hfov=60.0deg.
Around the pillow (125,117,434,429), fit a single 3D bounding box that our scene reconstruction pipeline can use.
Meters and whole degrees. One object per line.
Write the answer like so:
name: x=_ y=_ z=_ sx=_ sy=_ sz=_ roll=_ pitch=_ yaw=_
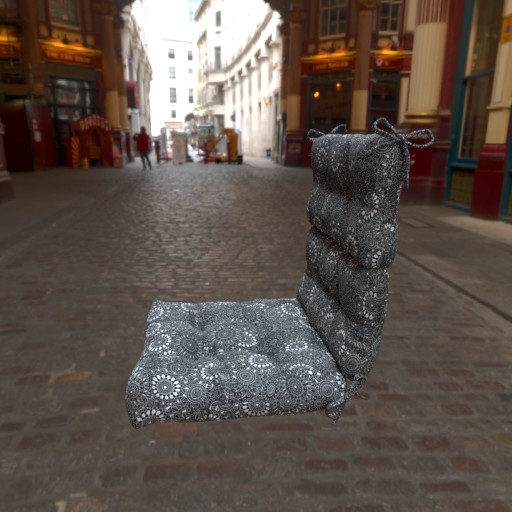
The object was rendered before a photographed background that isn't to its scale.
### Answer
pillow: x=0.000 y=0.000 z=1.036 sx=0.571 sy=0.605 sz=0.519 roll=-2 pitch=15 yaw=-7
